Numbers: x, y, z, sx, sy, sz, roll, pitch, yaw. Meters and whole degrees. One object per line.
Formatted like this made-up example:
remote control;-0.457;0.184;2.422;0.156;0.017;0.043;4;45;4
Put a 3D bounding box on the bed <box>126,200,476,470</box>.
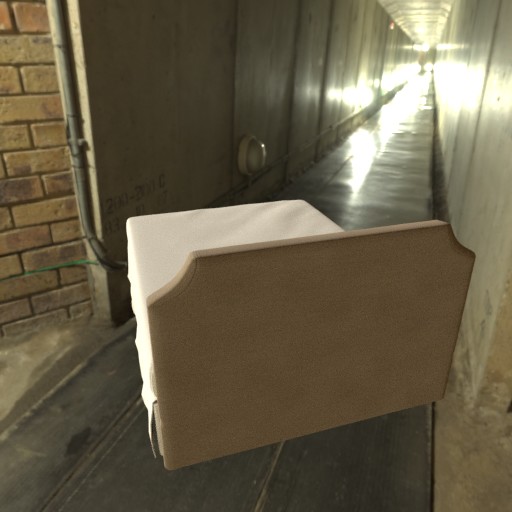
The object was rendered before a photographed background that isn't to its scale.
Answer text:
bed;0.000;0.000;3.472;1.977;1.293;2.498;-8;26;-16
